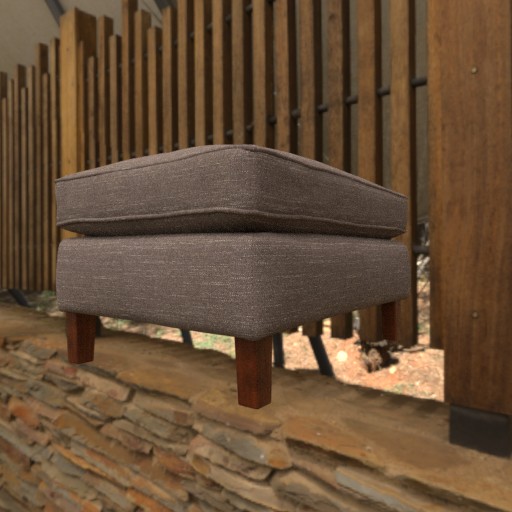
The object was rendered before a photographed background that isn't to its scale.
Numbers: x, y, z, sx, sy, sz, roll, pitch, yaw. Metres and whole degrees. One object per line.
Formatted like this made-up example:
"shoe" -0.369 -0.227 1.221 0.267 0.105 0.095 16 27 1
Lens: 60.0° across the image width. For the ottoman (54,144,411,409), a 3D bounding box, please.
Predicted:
"ottoman" 0.000 0.000 0.967 0.508 0.406 0.686 0 0 36
